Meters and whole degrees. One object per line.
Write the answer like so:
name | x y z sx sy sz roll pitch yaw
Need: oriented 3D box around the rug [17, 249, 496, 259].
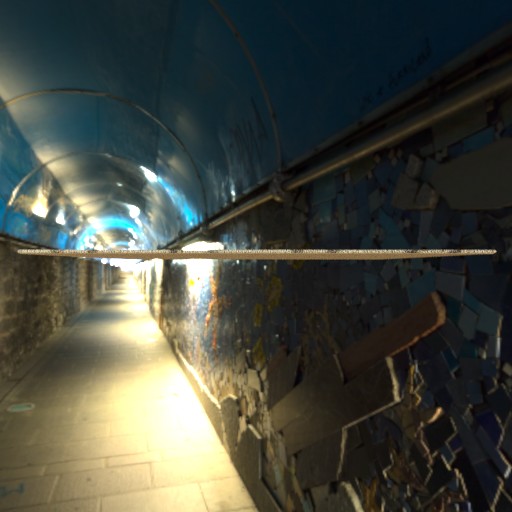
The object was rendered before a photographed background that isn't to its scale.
rug | 0.000 0.000 3.946 3.000 0.026 2.399 0 -1 -1
